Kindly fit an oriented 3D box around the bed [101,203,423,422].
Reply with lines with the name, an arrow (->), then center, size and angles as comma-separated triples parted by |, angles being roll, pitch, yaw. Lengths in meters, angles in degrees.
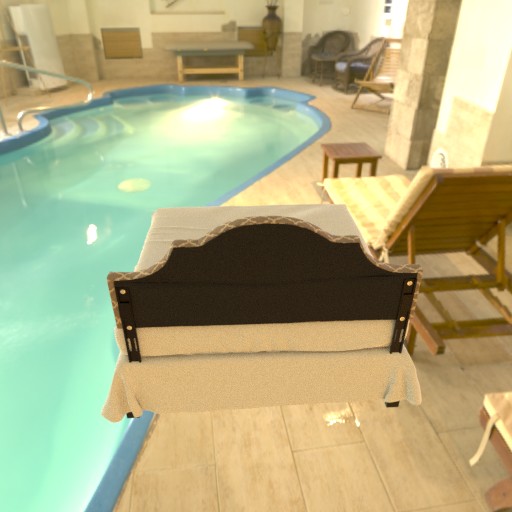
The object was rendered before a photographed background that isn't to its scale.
bed -> 0.000, 0.000, 3.778 | 2.314, 1.601, 2.222 | -1, 30, -3
